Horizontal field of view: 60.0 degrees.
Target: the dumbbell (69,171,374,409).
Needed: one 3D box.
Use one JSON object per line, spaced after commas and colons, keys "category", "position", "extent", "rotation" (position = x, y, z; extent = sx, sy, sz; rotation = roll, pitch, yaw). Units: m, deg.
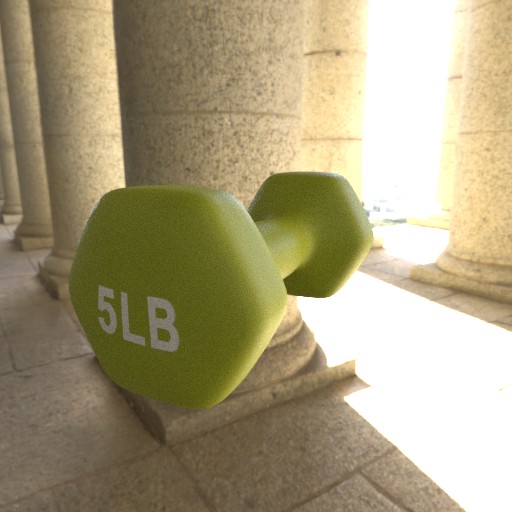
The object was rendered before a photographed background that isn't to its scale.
{"category": "dumbbell", "position": [0.000, 0.000, 0.205], "extent": [0.080, 0.072, 0.164], "rotation": [7, 15, 27]}
